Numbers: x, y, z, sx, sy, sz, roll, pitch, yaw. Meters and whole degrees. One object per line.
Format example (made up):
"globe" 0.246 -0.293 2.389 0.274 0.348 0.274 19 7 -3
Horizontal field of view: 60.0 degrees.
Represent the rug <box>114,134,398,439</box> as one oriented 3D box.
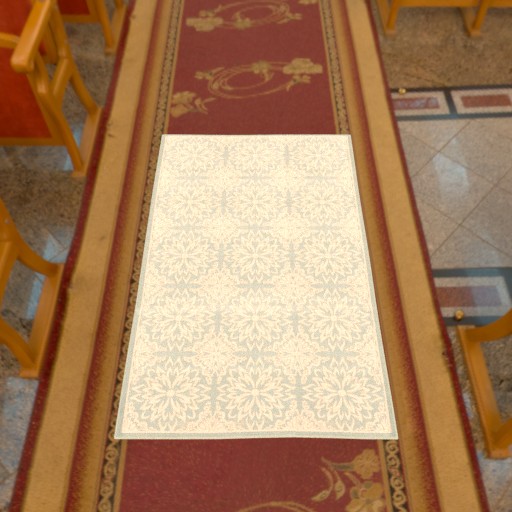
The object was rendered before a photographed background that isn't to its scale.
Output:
"rug" 0.000 0.000 2.378 1.219 0.012 1.840 0 58 0
